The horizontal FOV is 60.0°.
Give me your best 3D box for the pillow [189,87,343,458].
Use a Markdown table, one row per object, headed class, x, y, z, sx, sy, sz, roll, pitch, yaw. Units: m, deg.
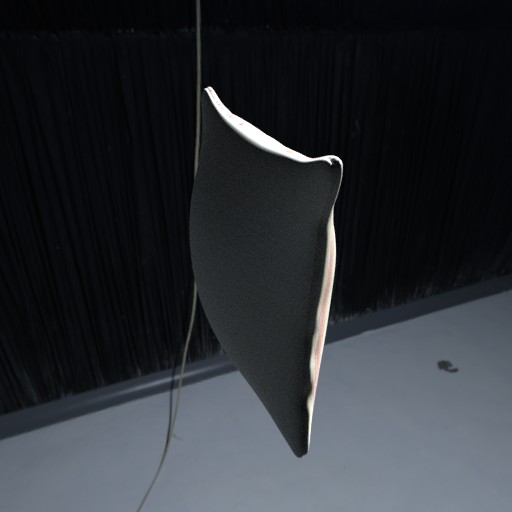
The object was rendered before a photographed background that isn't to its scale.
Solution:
| class | x | y | z | sx | sy | sz | roll | pitch | yaw |
| --- | --- | --- | --- | --- | --- | --- | --- | --- | --- |
| pillow | 0.000 | 0.000 | 0.701 | 0.191 | 0.449 | 0.451 | -11 | 32 | -18 |
